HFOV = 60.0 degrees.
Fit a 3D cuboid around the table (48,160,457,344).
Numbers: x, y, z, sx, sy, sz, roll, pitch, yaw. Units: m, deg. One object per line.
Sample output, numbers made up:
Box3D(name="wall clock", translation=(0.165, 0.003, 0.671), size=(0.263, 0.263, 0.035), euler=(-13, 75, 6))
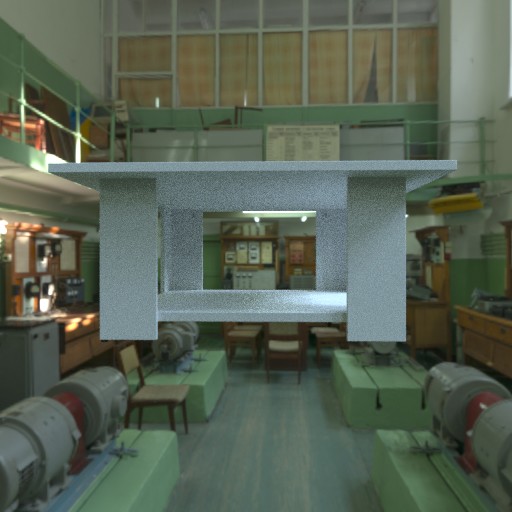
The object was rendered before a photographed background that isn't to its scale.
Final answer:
Box3D(name="table", translation=(0.000, 0.000, 1.061), size=(0.670, 0.305, 0.670), euler=(0, 0, 2))
